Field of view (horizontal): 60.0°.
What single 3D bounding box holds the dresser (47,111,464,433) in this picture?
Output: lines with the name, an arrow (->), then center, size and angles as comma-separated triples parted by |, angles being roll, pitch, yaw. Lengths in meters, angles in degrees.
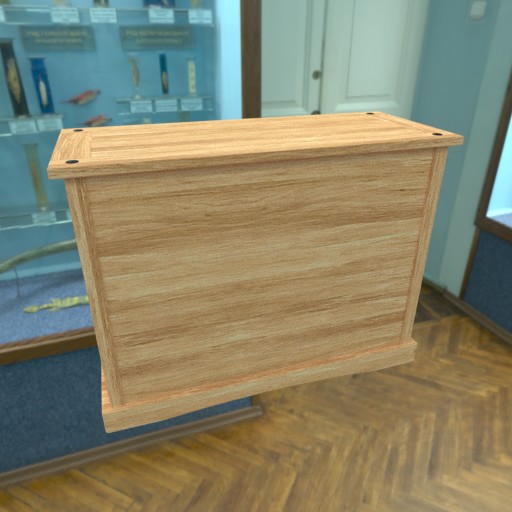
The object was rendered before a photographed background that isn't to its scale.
dresser -> 0.000, 0.000, 1.341 | 0.990, 0.740, 0.410 | -8, 28, -16
